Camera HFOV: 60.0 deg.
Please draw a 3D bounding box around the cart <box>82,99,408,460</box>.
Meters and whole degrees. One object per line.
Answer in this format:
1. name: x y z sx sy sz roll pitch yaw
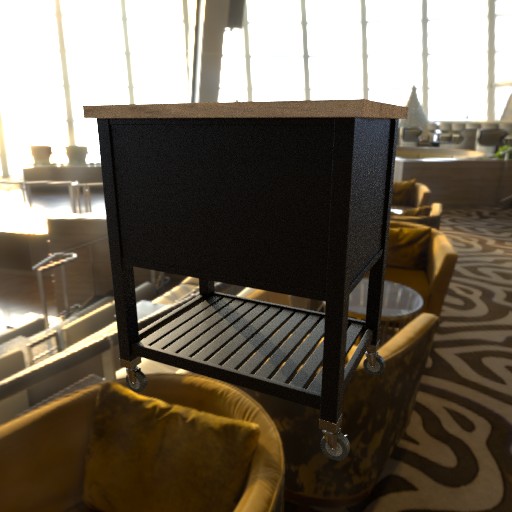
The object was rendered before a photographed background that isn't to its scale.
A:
1. cart: 0.000 0.000 1.436 0.797 0.920 0.567 8 19 26
